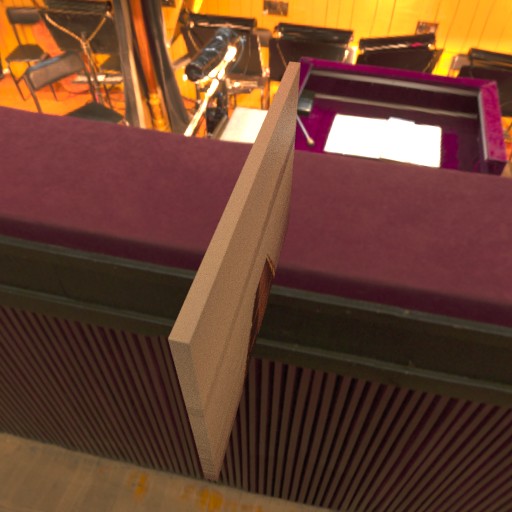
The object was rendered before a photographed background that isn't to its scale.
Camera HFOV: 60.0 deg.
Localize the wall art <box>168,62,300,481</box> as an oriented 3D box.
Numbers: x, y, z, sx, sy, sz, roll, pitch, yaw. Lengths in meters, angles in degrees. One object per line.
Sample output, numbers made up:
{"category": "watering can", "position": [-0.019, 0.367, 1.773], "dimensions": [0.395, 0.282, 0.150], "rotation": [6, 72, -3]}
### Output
{"category": "wall art", "position": [0.000, 0.000, 0.764], "dimensions": [0.021, 0.410, 0.615], "rotation": [10, 48, 9]}
